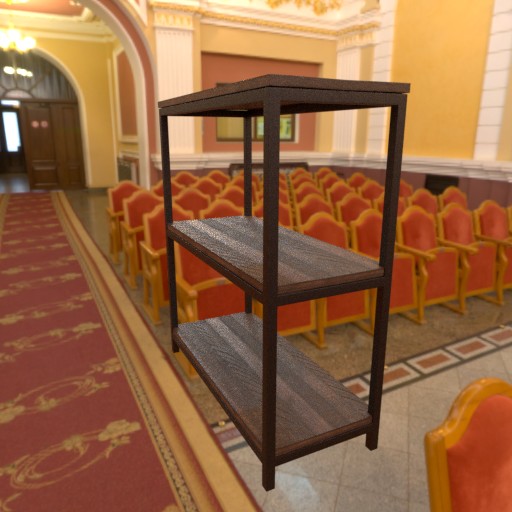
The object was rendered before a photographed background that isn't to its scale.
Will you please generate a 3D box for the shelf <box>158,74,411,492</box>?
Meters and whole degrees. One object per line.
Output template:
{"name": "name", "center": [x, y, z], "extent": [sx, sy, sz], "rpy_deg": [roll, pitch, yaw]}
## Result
{"name": "shelf", "center": [0.000, 0.000, 1.380], "extent": [0.352, 0.947, 0.822], "rpy_deg": [-7, 17, -25]}
